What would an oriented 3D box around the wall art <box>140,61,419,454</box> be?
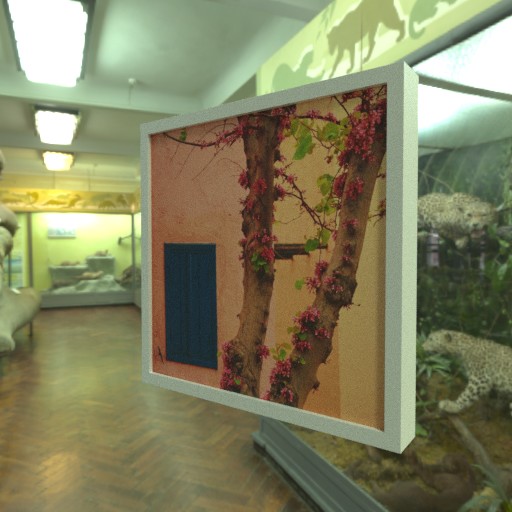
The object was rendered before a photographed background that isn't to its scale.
[{"bbox_3d":[0.000,0.000,0.445,0.305,0.302,0.038,1,2,36],"label":"wall art"}]
